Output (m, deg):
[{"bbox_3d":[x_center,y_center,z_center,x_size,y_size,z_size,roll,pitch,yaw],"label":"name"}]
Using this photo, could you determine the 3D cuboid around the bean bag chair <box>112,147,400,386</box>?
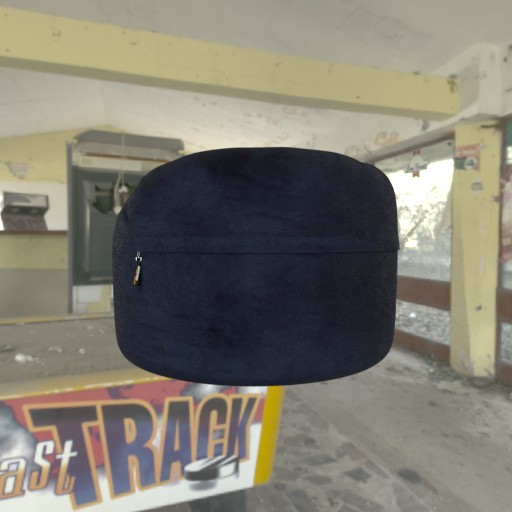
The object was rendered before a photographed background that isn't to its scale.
[{"bbox_3d":[0.000,0.000,1.482,0.918,0.616,0.918,0,2,0],"label":"bean bag chair"}]
